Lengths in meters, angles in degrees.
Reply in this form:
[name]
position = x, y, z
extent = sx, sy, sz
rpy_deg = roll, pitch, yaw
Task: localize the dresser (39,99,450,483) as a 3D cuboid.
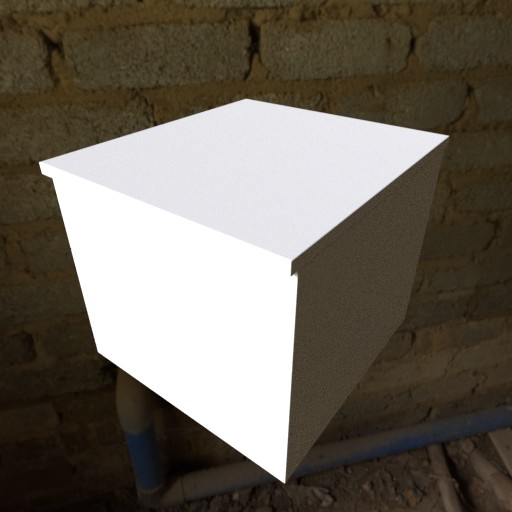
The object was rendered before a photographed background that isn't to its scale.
[dresser]
position = 0.000, 0.000, 0.714
extent = 0.400, 0.360, 0.430
rpy_deg = 22, 39, 31
